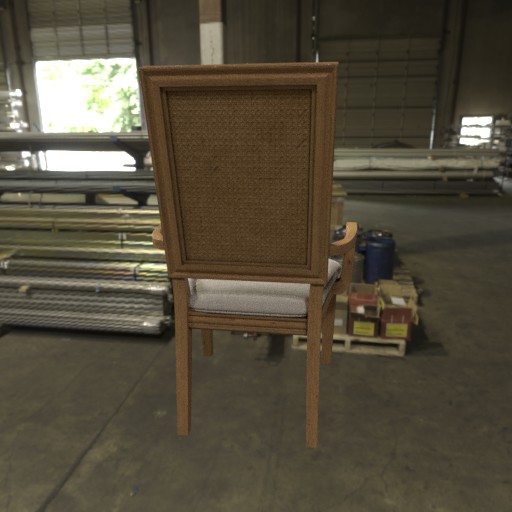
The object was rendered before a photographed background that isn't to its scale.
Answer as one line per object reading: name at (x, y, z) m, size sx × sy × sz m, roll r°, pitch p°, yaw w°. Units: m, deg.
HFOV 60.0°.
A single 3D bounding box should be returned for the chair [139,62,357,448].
chair at (0.000, 0.000, 1.327) m, size 0.606 × 0.990 × 0.602 m, roll 2°, pitch 16°, yaw 8°
